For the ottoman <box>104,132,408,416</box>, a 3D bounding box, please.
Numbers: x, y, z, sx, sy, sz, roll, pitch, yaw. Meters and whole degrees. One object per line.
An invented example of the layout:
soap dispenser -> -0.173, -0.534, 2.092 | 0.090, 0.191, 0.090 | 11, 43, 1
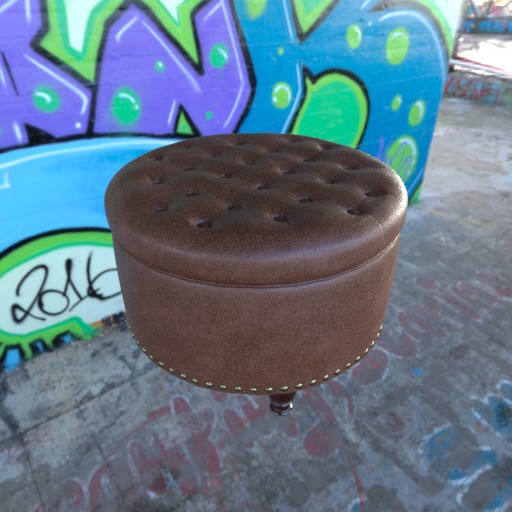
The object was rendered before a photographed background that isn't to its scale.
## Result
ottoman -> 0.000, 0.000, 1.062 | 0.637, 0.442, 0.637 | 0, 32, 0
